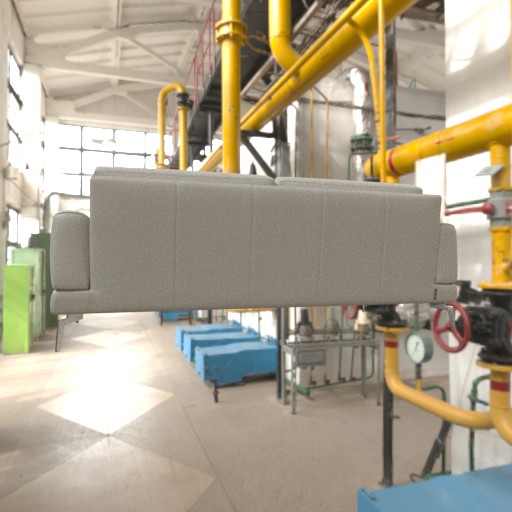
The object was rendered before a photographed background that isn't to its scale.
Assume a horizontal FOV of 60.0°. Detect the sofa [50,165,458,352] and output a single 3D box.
[{"bbox_3d":[0.000,0.000,2.388,1.940,0.765,0.974,0,-1,-17],"label":"sofa"}]
